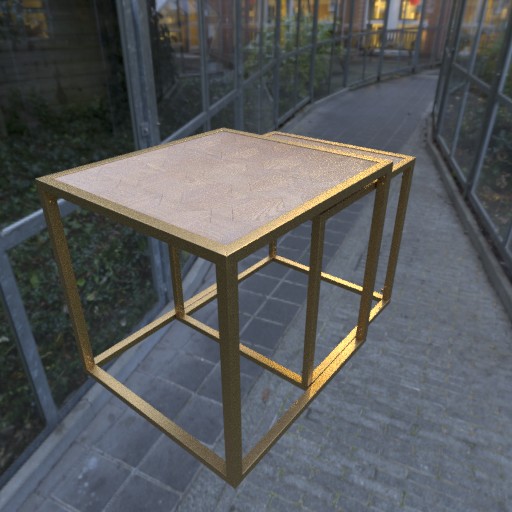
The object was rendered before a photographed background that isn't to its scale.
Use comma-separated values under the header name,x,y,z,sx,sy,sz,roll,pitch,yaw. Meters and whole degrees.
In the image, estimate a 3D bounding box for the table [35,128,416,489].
name,x,y,z,sx,sy,sz,roll,pitch,yaw
table,0.000,0.000,1.111,0.505,0.505,0.762,21,35,33
